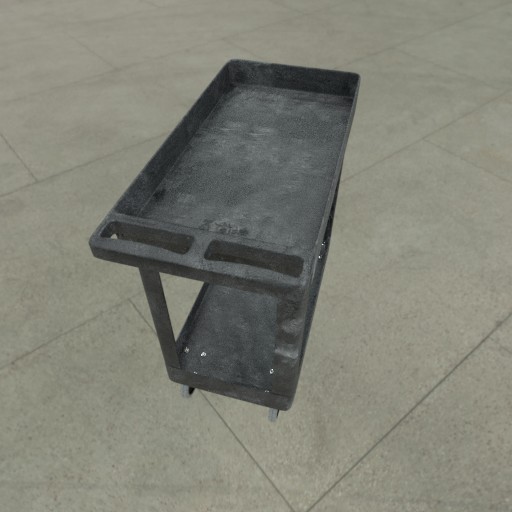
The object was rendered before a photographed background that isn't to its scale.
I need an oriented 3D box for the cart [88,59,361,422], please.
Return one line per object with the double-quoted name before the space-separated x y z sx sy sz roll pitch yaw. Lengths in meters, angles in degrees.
"cart" 0.000 0.000 1.371 0.420 0.824 0.877 11 47 11
